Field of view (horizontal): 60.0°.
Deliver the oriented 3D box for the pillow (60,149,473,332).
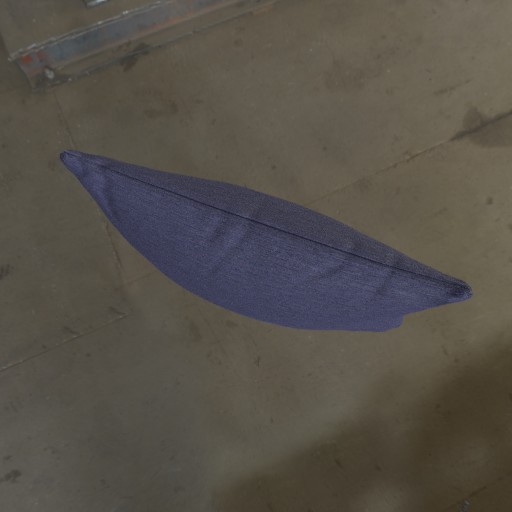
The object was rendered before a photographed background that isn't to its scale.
[{"bbox_3d":[0.000,0.000,0.790,0.633,0.338,0.210,19,75,5],"label":"pillow"}]
